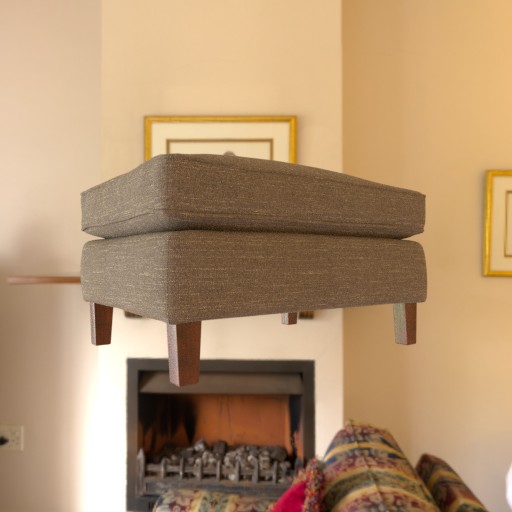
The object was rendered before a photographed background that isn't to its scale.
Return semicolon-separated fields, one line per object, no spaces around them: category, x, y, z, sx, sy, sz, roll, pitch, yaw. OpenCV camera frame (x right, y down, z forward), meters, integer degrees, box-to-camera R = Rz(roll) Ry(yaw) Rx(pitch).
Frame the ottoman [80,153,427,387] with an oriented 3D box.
ottoman;0.000;0.000;1.028;0.686;0.406;0.508;1;-1;-36
